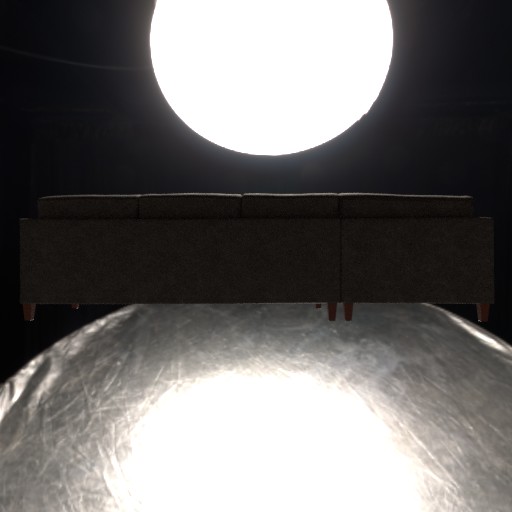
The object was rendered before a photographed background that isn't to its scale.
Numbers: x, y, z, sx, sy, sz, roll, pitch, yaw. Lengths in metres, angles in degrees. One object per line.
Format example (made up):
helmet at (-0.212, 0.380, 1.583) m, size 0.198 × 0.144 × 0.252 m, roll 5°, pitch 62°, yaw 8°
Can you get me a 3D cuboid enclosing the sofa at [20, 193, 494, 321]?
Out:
sofa at (0.000, 0.000, 3.985) m, size 3.471 × 0.954 × 1.606 m, roll 0°, pitch 0°, yaw 1°
